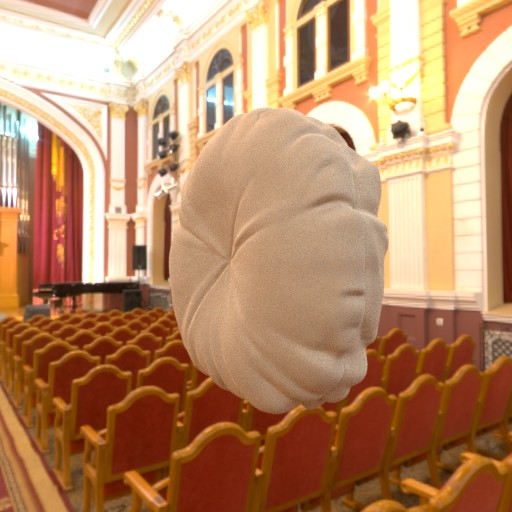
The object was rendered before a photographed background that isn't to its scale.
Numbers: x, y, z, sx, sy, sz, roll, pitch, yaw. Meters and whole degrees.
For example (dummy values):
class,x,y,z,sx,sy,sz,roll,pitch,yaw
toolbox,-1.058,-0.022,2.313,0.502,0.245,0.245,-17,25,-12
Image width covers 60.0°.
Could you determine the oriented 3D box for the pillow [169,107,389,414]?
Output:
class,x,y,z,sx,sy,sz,roll,pitch,yaw
pillow,0.000,0.000,0.636,0.148,0.407,0.428,1,-2,-35
